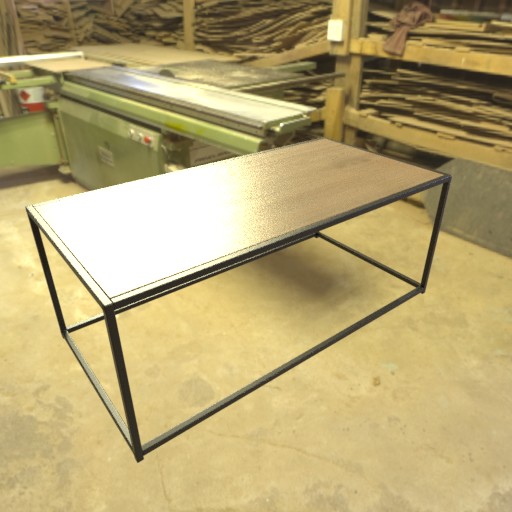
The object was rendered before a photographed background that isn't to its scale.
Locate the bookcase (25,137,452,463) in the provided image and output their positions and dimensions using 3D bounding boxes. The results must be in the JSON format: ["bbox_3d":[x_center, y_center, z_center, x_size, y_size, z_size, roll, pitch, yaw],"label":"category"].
[{"bbox_3d":[0.000,0.000,1.244,1.000,0.400,0.500,-21,36,-32],"label":"bookcase"}]
